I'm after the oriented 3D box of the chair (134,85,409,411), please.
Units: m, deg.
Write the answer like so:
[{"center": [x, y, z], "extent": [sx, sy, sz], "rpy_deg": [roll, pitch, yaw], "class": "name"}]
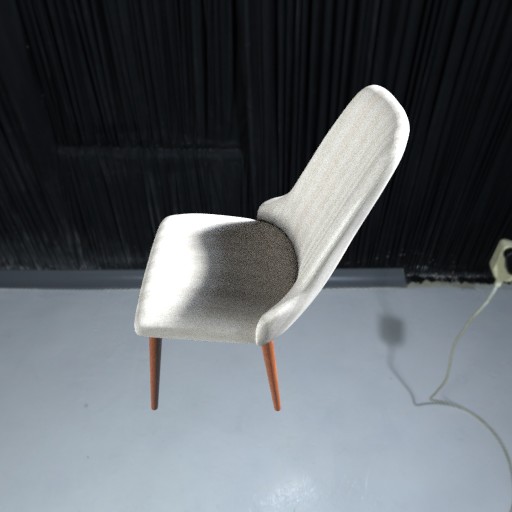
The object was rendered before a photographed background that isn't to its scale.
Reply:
[{"center": [0.000, 0.000, 1.320], "extent": [0.684, 0.917, 0.526], "rpy_deg": [0, 42, 0], "class": "chair"}]
